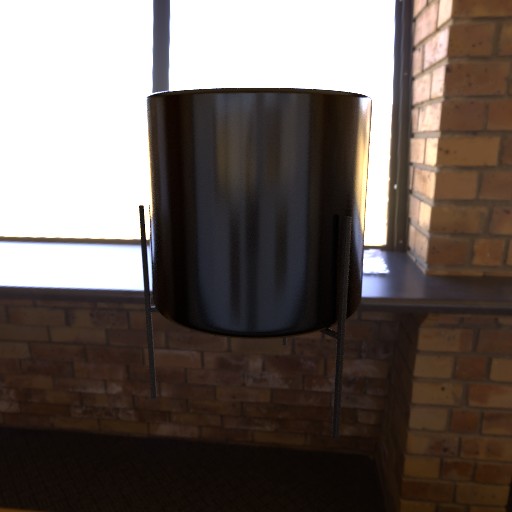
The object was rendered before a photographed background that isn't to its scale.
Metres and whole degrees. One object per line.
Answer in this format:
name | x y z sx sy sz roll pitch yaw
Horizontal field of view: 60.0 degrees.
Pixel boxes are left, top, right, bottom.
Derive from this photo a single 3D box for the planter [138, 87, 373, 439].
planter | 0.000 0.000 0.643 0.310 0.432 0.310 -7 16 -25
